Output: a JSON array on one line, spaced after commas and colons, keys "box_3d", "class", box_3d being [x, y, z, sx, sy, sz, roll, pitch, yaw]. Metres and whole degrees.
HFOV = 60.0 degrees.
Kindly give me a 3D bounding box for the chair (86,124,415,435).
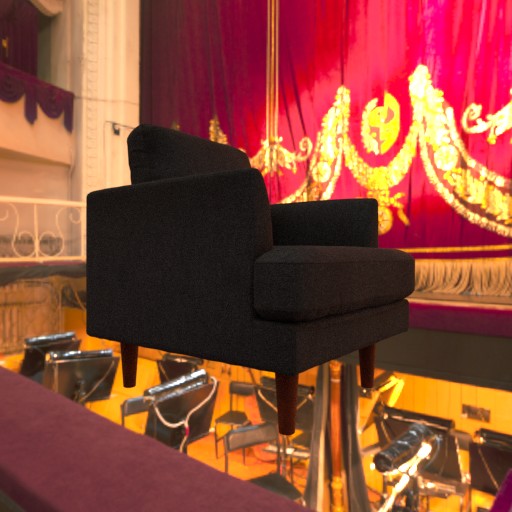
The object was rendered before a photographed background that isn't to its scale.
[{"box_3d": [0.000, 0.000, 1.607, 0.899, 0.957, 0.858, 0, 0, 38], "class": "chair"}]
